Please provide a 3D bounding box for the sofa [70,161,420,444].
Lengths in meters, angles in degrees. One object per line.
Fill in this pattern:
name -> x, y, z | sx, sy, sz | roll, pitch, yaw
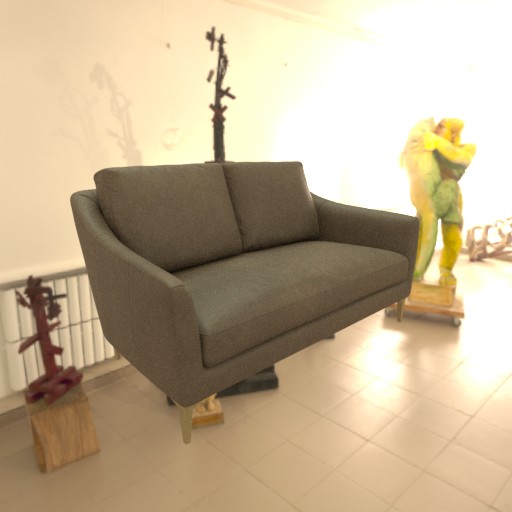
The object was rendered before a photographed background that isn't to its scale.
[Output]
sofa -> 0.000, 0.000, 2.217 | 1.619, 0.902, 0.960 | -14, 20, -43
